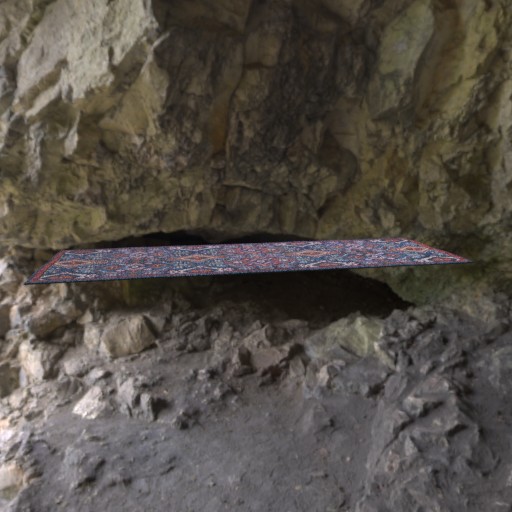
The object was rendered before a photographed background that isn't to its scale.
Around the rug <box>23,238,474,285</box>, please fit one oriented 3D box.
[{"bbox_3d":[0.000,0.000,2.746,2.459,0.010,0.801,-2,13,-10],"label":"rug"}]
